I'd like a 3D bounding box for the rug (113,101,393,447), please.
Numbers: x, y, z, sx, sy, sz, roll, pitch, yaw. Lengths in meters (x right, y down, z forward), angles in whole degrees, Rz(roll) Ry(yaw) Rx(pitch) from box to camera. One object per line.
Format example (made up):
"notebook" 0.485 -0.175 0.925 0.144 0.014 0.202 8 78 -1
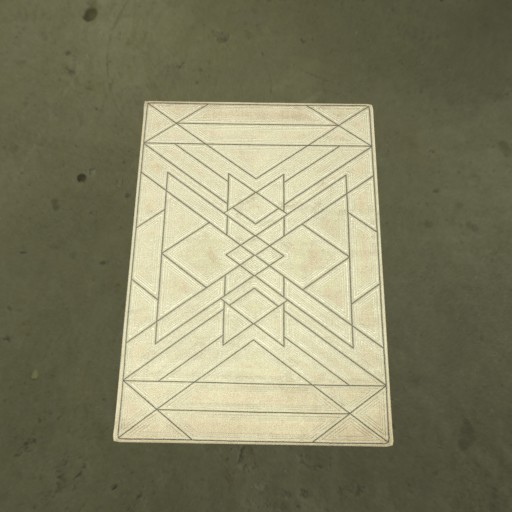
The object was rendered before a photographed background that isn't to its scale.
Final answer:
"rug" 0.000 0.000 4.280 2.436 0.026 3.381 1 75 0
